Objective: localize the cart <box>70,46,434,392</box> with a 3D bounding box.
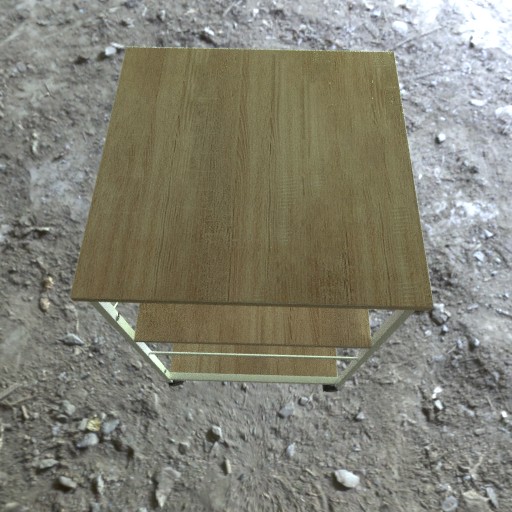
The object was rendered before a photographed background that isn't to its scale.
[{"bbox_3d":[0.000,0.000,1.087,0.520,0.762,0.521,1,64,1],"label":"cart"}]
